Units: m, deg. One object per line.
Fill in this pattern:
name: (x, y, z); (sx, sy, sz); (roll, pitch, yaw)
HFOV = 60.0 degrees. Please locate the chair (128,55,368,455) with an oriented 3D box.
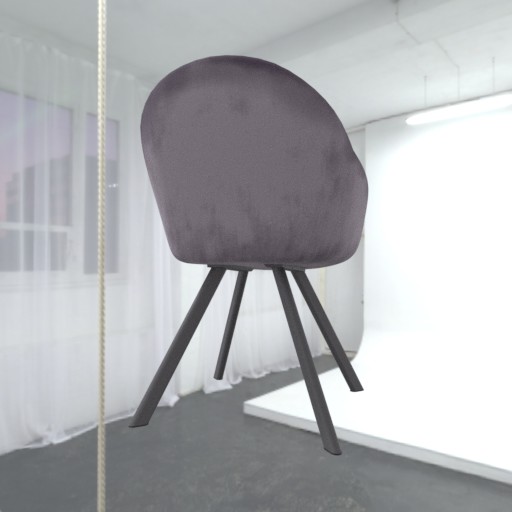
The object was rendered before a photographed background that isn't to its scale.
chair: (0.000, 0.000, 1.149); (0.550, 0.795, 0.590); (-1, -2, 19)
